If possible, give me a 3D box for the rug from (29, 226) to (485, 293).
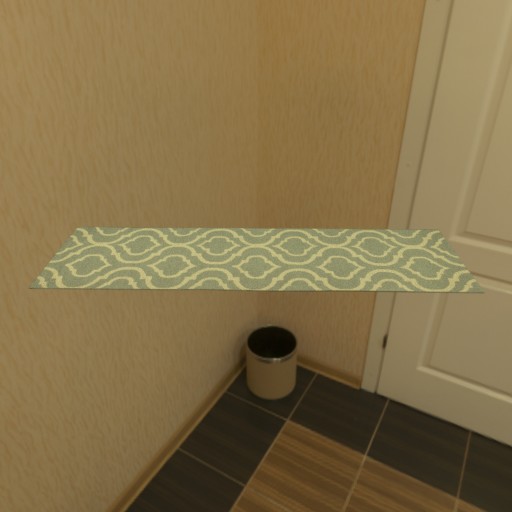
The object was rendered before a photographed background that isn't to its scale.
[{"bbox_3d":[0.000,0.000,2.496,2.275,0.009,0.684,1,31,1],"label":"rug"}]
